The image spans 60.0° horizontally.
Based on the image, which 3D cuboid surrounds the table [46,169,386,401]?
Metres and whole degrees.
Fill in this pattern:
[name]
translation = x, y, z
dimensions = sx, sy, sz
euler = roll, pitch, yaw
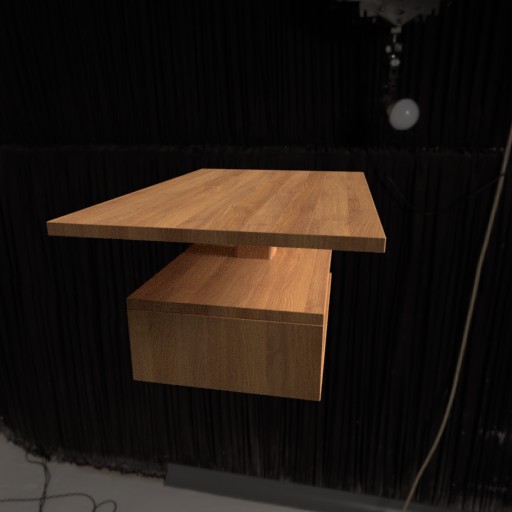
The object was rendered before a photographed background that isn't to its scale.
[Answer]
[table]
translation = 0.000, 0.000, 1.462
dimensions = 0.700, 0.442, 1.100
euler = 3, 17, 10
